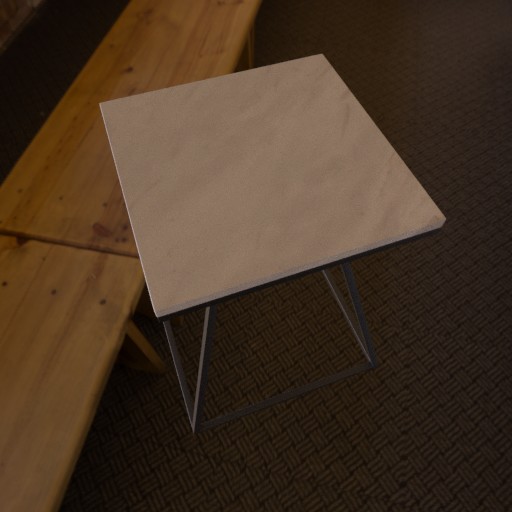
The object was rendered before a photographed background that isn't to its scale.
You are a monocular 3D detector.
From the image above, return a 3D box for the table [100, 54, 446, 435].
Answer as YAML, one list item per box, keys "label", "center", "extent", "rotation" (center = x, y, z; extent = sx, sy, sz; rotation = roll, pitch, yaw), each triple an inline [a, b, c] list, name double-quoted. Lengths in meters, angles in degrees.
- label: "table"
  center: [0.000, 0.000, 0.902]
  extent: [0.455, 0.559, 0.455]
  rotation: [-17, 59, -11]
